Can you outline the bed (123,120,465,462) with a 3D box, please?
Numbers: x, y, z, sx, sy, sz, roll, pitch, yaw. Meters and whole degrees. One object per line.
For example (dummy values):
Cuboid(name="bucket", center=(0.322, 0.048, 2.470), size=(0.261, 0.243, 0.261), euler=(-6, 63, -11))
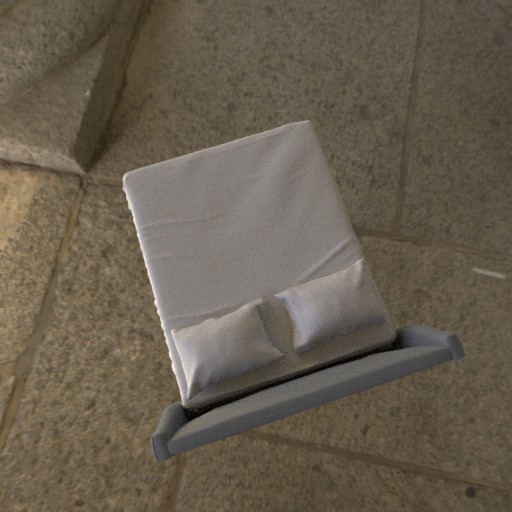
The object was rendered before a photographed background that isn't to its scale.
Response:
Cuboid(name="bed", center=(0.000, 0.000, 3.440), size=(1.925, 1.332, 2.276), euler=(-17, 76, -4))
